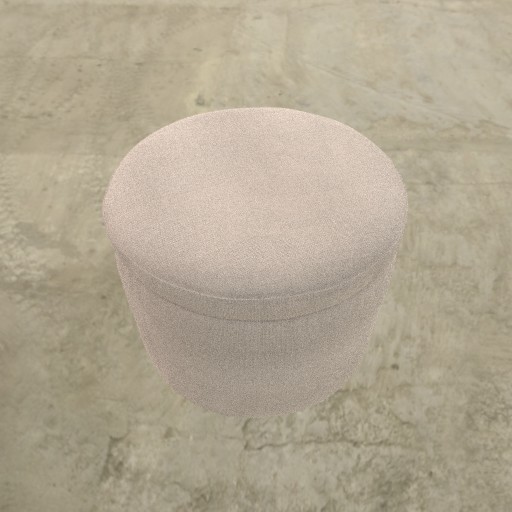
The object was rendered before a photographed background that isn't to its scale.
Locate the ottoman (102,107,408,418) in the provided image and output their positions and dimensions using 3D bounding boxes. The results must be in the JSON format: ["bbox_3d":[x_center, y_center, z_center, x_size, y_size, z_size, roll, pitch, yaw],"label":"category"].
[{"bbox_3d":[0.000,0.000,0.851,0.497,0.409,0.497,0,46,0],"label":"ottoman"}]
